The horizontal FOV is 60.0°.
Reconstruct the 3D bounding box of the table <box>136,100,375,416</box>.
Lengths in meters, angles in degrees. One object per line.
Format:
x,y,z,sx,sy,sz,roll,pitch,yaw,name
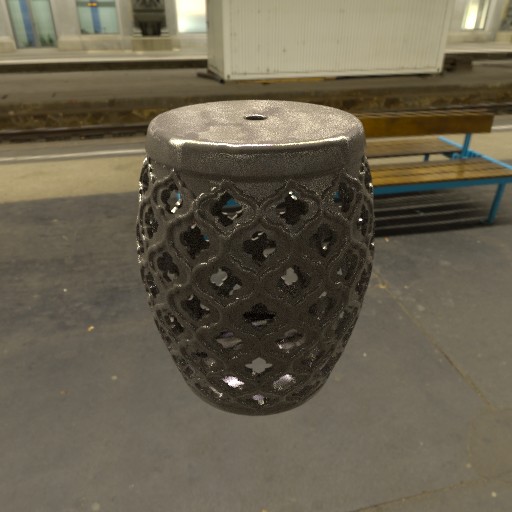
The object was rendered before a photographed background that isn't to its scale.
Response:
0.000,0.000,0.638,0.325,0.388,0.325,0,29,0,table
